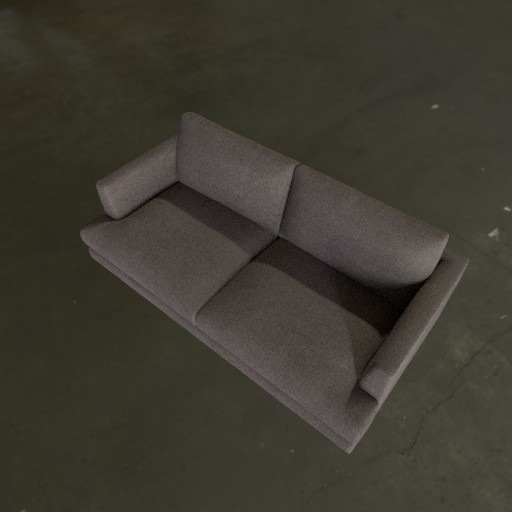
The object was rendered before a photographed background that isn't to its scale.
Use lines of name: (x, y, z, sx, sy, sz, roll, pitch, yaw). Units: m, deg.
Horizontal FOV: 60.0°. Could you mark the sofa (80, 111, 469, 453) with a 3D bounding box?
sofa: (0.000, 0.000, 2.506, 1.948, 0.868, 1.020, 31, 55, 25)
